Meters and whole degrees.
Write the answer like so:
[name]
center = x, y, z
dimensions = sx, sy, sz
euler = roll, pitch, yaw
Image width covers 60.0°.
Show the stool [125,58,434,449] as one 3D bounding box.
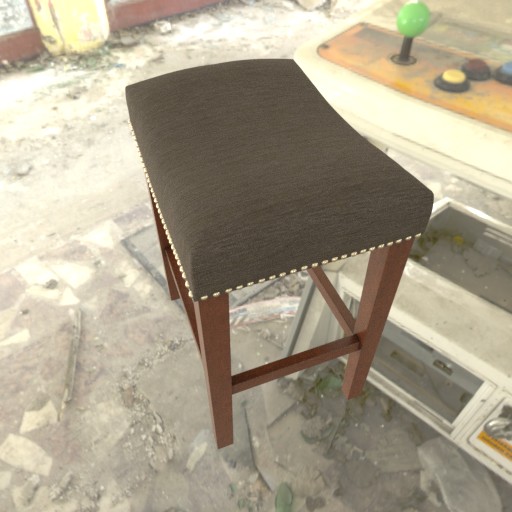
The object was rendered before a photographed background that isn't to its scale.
[stool]
center = 0.000, 0.000, 0.953
dimensions = 0.372, 0.654, 0.504
euler = -15, 48, -14
